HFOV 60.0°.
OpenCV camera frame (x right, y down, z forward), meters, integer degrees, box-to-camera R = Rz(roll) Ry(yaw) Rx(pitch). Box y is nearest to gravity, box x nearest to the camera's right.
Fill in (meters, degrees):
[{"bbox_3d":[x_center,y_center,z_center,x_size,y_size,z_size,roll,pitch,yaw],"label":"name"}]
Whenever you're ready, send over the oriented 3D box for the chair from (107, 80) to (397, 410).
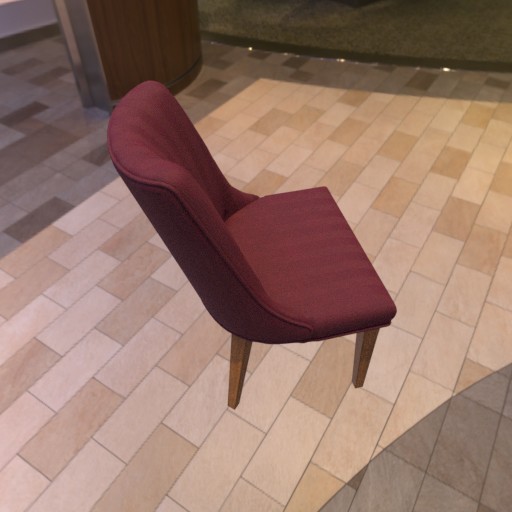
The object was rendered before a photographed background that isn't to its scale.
[{"bbox_3d":[0.000,0.000,1.283,0.638,0.916,0.548,-10,47,-10],"label":"chair"}]
